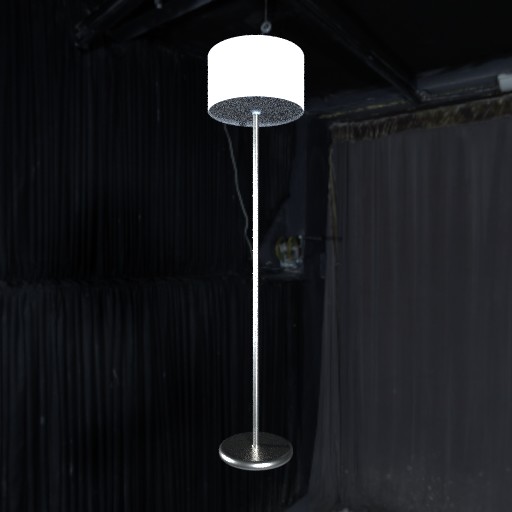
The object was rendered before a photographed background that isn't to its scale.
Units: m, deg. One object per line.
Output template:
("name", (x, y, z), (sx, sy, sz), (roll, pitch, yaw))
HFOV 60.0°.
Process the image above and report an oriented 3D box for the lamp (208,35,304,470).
("lamp", (0.000, 0.000, 1.623), (0.347, 1.443, 0.347), (0, 0, 37))
